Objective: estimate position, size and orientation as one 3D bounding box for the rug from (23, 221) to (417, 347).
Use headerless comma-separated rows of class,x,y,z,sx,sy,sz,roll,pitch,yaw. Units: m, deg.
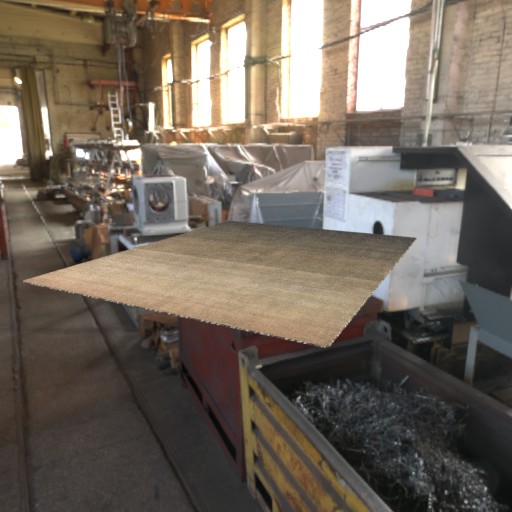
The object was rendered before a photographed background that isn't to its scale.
rug,0.000,0.000,3.918,2.306,0.017,2.902,7,16,27
